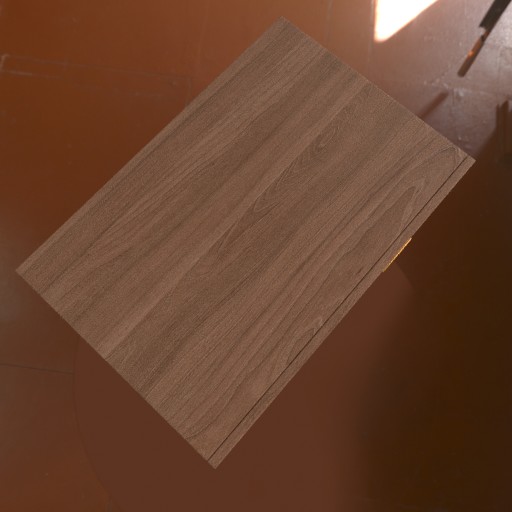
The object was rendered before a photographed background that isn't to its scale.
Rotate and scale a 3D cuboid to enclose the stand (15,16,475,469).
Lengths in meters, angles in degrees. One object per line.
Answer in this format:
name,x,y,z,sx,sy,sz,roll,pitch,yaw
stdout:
stand,0.000,0.000,0.917,0.420,0.500,0.600,41,80,9
